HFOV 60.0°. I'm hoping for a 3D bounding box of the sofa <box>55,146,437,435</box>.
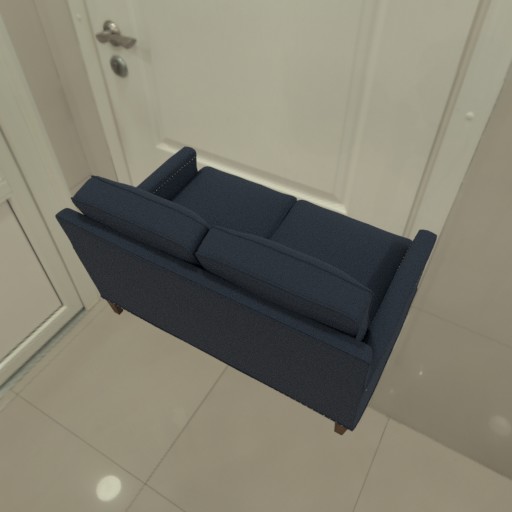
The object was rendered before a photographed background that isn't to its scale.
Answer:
[{"bbox_3d":[0.000,0.000,2.314,1.597,1.003,1.084,23,51,20],"label":"sofa"}]
